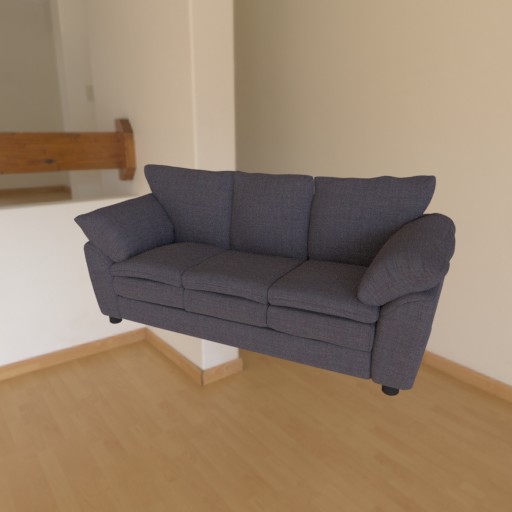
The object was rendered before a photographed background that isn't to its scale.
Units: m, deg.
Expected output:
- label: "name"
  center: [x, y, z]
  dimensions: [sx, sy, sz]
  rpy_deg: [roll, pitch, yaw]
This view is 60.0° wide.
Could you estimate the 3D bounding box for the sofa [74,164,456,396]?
- label: "sofa"
  center: [0.000, 0.000, 2.876]
  dimensions: [2.336, 1.080, 0.883]
  rpy_deg: [8, 18, 26]
